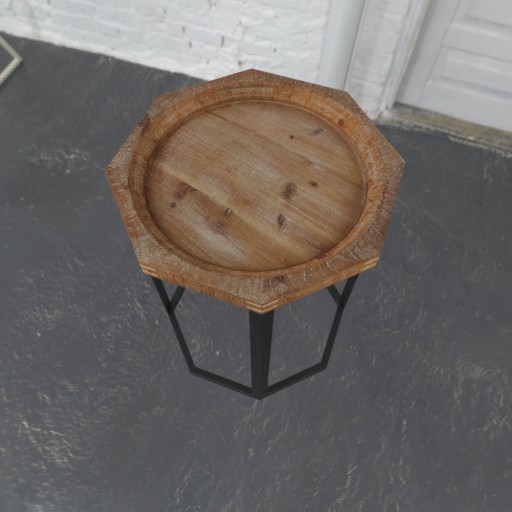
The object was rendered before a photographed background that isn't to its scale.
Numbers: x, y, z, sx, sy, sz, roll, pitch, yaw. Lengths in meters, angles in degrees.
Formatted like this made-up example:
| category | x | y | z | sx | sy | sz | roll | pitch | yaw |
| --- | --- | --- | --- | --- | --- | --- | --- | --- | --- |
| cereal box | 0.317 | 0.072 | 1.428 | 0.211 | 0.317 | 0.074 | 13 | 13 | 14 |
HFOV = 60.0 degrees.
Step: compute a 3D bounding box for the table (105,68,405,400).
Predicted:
| category | x | y | z | sx | sy | sz | roll | pitch | yaw |
| --- | --- | --- | --- | --- | --- | --- | --- | --- | --- |
| table | 0.000 | 0.000 | 0.909 | 0.458 | 0.543 | 0.458 | -2 | 60 | -1 |
